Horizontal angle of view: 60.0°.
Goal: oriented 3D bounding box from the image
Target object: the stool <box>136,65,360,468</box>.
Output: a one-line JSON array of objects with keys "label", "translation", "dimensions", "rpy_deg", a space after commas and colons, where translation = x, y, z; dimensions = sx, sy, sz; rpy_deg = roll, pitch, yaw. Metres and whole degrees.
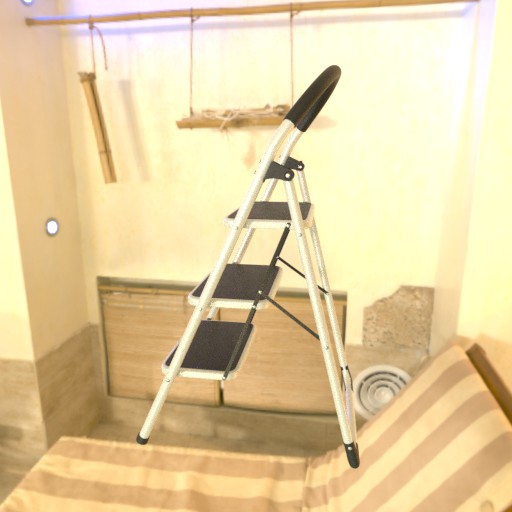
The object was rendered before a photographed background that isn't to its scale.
[{"label": "stool", "translation": [0.000, 0.000, 1.406], "dimensions": [0.676, 1.109, 0.485], "rpy_deg": [2, 14, 9]}]
